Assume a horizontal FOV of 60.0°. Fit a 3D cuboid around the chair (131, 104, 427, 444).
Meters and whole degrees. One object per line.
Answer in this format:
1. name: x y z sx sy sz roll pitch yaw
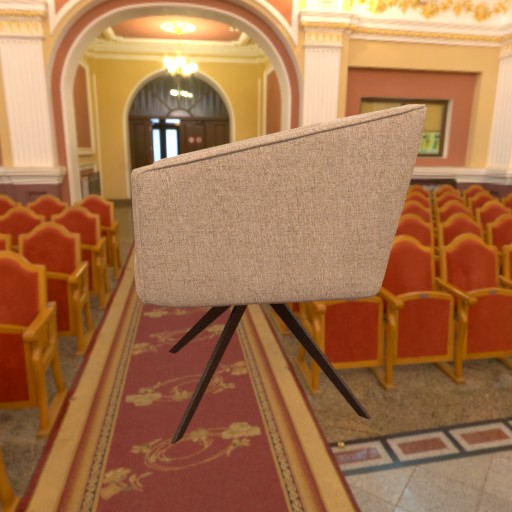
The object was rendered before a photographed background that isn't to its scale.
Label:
1. chair: 0.000 0.000 1.232 0.623 0.760 0.628 -2 14 -9
